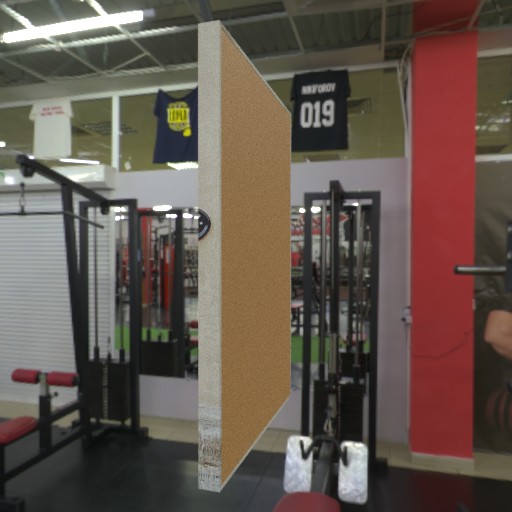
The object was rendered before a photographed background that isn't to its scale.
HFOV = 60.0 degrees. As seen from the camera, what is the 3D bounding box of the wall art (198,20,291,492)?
[{"bbox_3d":[0.000,0.000,0.964,0.038,0.764,0.508,0,0,18],"label":"wall art"}]
